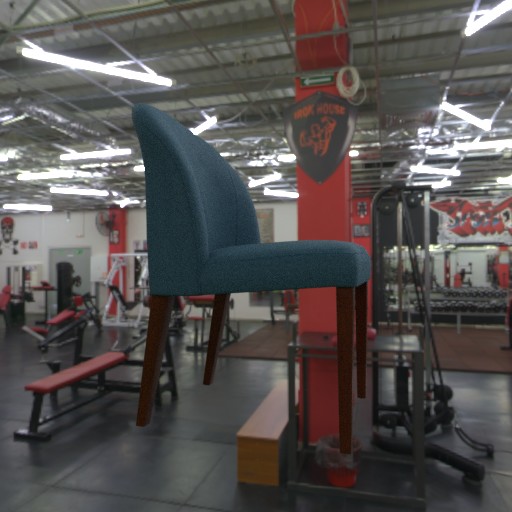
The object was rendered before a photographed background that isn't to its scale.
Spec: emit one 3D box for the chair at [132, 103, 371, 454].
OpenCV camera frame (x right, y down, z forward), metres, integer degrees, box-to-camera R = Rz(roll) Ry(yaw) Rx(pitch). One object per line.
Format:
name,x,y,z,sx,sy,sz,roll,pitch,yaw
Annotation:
chair,0.000,0.000,1.266,0.620,0.879,0.507,0,-1,18
